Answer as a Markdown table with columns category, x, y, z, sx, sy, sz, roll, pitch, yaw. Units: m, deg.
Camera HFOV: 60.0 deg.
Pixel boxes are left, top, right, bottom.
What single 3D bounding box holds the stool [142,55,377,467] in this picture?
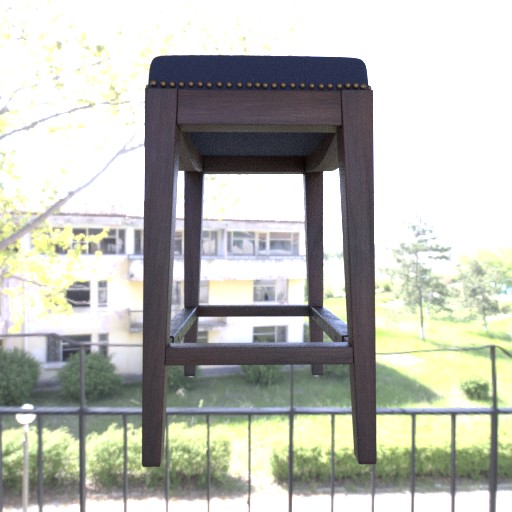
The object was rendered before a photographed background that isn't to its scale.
| category | x | y | z | sx | sy | sz | roll | pitch | yaw |
| --- | --- | --- | --- | --- | --- | --- | --- | --- | --- |
| stool | 0.000 | 0.000 | 0.921 | 0.361 | 0.642 | 0.500 | 0 | 1 | -1 |
